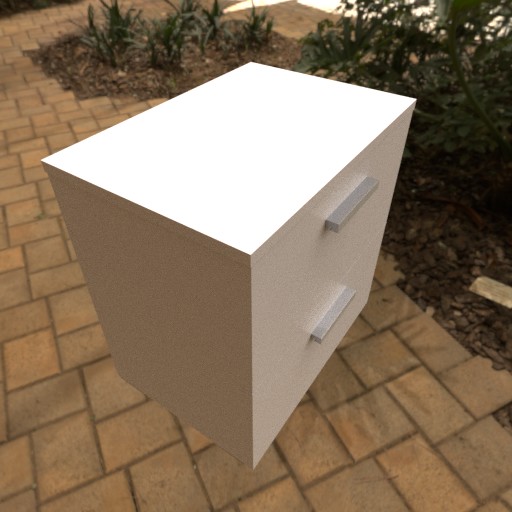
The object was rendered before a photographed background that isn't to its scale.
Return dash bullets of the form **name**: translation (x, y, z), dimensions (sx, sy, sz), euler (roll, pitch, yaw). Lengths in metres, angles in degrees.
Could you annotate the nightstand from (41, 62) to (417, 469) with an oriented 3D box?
- **nightstand**: translation (0.000, 0.000, 0.751), dimensions (0.325, 0.460, 0.441), euler (24, 46, 25)
